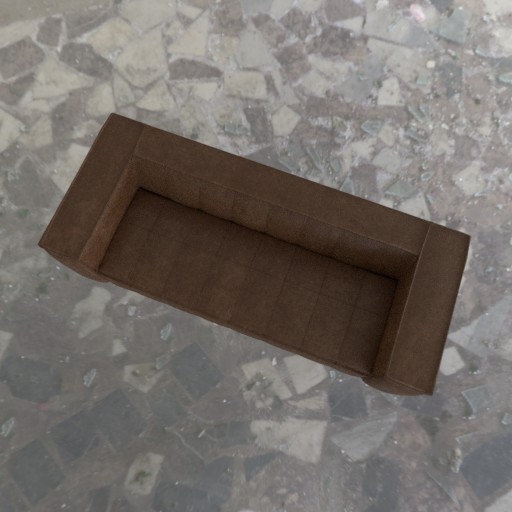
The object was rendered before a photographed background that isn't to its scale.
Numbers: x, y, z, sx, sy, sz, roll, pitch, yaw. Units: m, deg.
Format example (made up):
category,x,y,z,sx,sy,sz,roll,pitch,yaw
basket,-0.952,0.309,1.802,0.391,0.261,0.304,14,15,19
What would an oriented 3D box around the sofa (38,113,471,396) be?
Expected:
category,x,y,z,sx,sy,sz,roll,pitch,yaw
sofa,0.000,0.000,3.104,2.581,0.701,1.102,20,75,6
